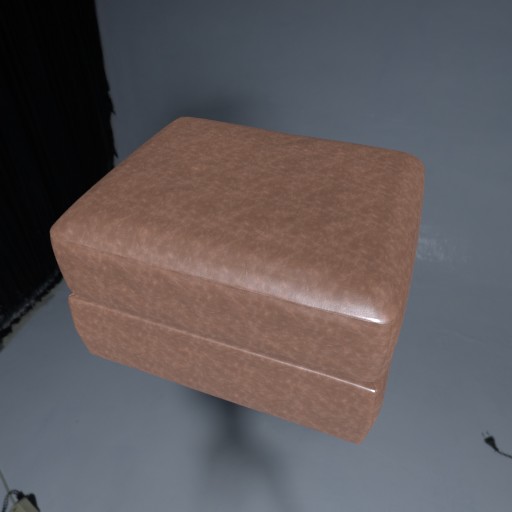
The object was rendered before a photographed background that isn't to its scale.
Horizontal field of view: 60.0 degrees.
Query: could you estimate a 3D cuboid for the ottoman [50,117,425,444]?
[{"bbox_3d":[0.000,0.000,1.128,0.751,0.476,0.603,14,43,15],"label":"ottoman"}]
